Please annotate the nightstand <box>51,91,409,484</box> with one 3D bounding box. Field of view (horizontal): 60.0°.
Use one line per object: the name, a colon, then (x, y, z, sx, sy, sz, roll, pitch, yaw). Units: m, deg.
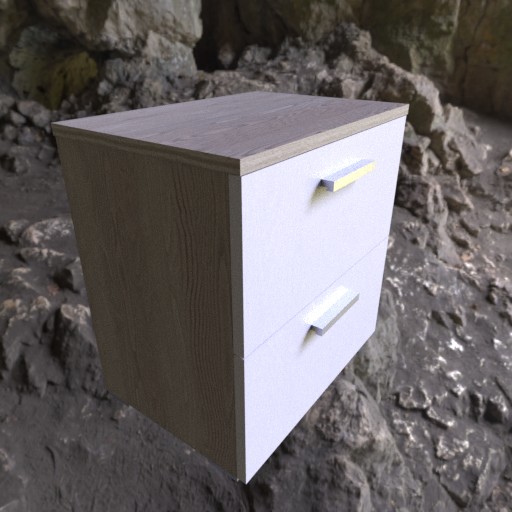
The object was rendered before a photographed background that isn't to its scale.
nightstand: (0.000, 0.000, 0.742, 0.325, 0.461, 0.442, 18, 32, 32)
